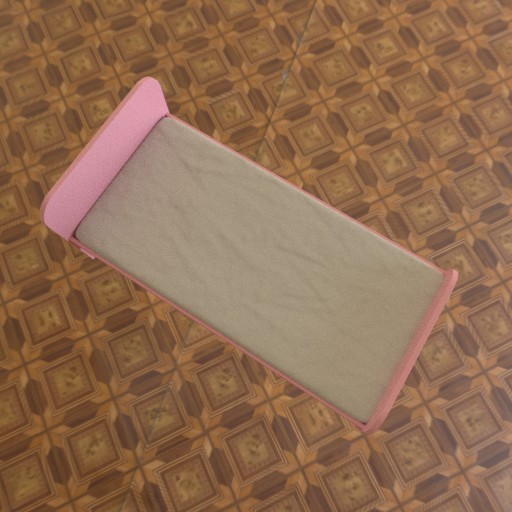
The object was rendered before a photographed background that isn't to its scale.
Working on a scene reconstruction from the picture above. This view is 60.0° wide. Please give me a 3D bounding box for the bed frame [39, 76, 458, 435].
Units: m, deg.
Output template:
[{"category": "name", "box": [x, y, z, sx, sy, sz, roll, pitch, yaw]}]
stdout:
[{"category": "bed frame", "box": [0.000, 0.000, 2.515, 1.963, 0.805, 0.998, 31, 77, 8]}]
